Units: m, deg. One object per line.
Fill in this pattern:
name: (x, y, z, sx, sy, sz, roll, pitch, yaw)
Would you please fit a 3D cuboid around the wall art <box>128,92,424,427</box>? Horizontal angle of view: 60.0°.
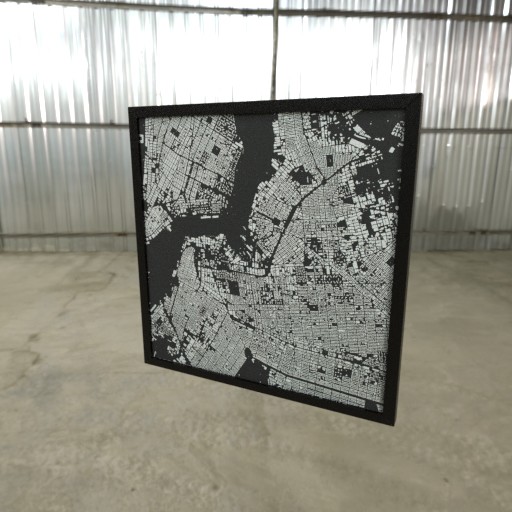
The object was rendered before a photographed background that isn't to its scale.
wall art: (0.000, 0.000, 1.151, 0.755, 0.761, 0.038, 6, 15, 25)
